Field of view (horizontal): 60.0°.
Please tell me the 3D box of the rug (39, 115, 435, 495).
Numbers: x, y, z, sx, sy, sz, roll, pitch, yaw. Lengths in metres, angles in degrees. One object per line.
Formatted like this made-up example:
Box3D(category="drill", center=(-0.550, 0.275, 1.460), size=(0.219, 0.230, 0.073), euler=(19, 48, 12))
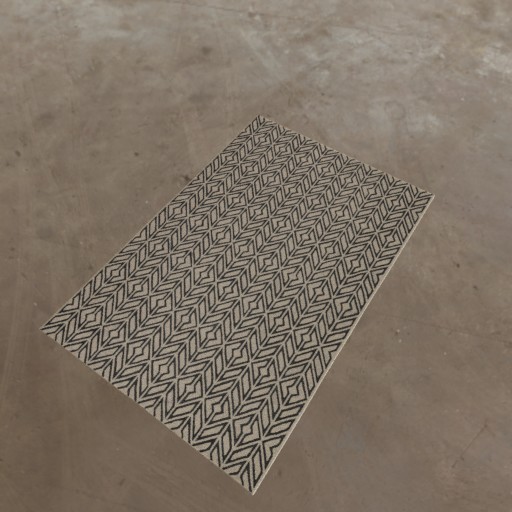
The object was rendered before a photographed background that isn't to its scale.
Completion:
Box3D(category="rug", center=(0.000, 0.000, 2.301), size=(1.220, 0.007, 1.828), euler=(30, 62, 18))
